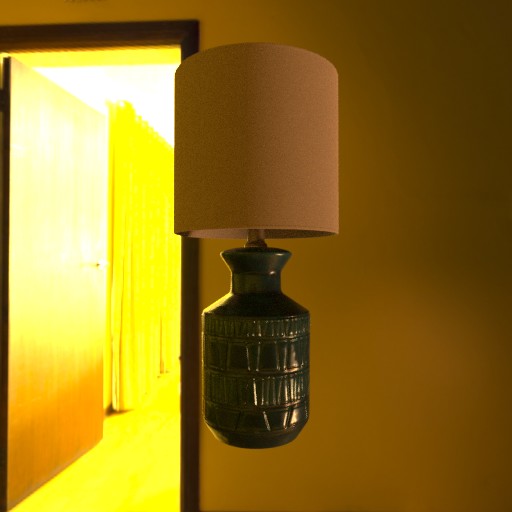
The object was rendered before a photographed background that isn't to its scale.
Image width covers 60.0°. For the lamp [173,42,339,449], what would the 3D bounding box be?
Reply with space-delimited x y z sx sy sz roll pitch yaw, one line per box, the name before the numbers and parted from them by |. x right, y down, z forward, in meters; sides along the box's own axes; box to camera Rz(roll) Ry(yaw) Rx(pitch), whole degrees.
lamp | 0.000 0.000 0.576 0.211 0.455 0.211 0 -1 -17
